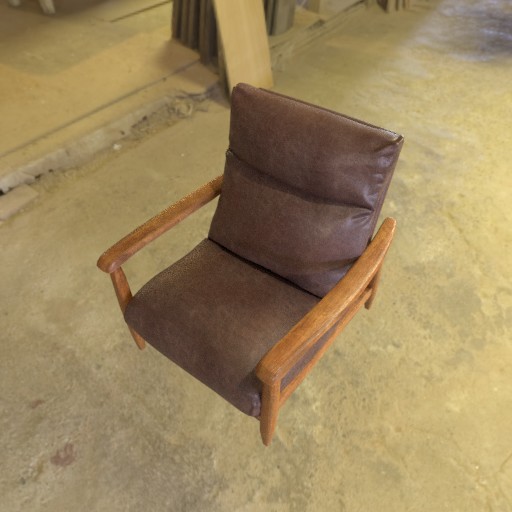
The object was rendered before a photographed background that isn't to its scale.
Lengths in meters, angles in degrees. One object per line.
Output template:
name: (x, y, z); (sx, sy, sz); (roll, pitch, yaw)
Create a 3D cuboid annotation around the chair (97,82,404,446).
chair: (0.000, 0.000, 1.574); (0.782, 0.897, 0.830); (28, 52, 25)
